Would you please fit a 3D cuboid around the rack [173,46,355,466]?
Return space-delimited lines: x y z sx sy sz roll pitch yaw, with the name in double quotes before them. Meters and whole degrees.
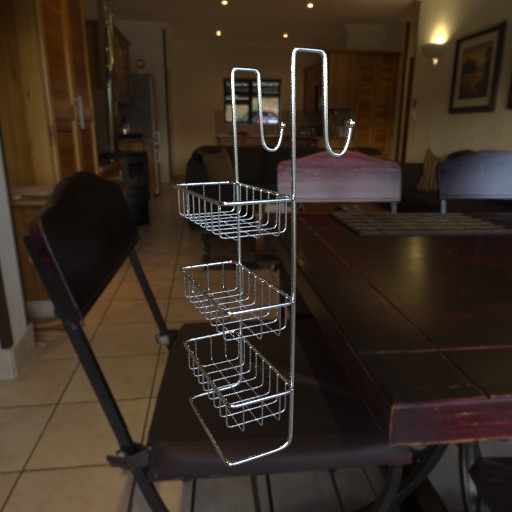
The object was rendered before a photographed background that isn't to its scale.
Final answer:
"rack" 0.000 0.000 0.694 0.202 0.574 0.228 -7 17 -24
